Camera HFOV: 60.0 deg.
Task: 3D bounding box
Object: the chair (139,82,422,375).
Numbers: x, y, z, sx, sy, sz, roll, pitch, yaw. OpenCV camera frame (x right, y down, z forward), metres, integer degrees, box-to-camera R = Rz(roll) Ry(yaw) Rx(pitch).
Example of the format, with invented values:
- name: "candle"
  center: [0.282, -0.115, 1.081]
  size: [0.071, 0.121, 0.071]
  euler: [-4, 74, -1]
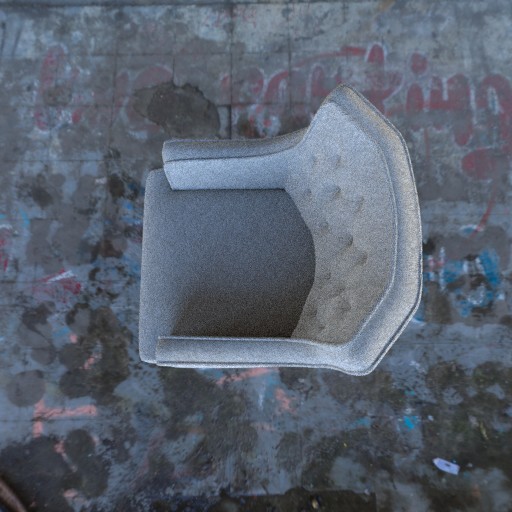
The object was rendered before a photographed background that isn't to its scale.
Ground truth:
- name: "chair"
  center: [0.000, 0.000, 1.666]
  size: [0.910, 0.920, 0.820]
  euler: [-1, 76, 0]
